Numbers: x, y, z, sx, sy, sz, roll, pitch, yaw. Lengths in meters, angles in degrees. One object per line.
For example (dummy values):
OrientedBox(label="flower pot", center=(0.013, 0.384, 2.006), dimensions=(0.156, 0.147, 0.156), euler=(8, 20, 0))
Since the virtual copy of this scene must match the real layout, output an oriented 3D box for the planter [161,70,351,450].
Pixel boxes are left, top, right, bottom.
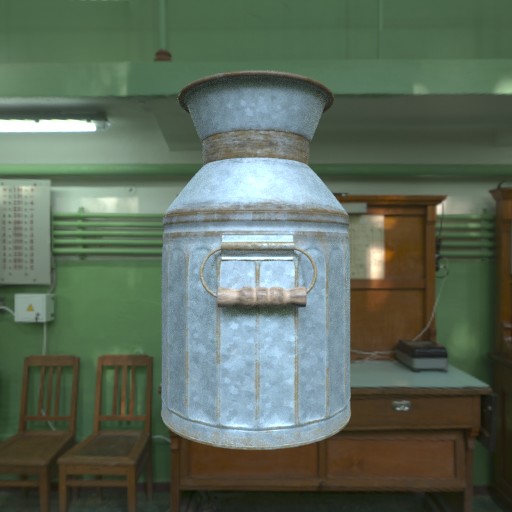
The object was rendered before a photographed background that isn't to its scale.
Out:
OrientedBox(label="planter", center=(0.000, 0.000, 0.512), dimensions=(0.215, 0.358, 0.248), euler=(0, 1, -1))
